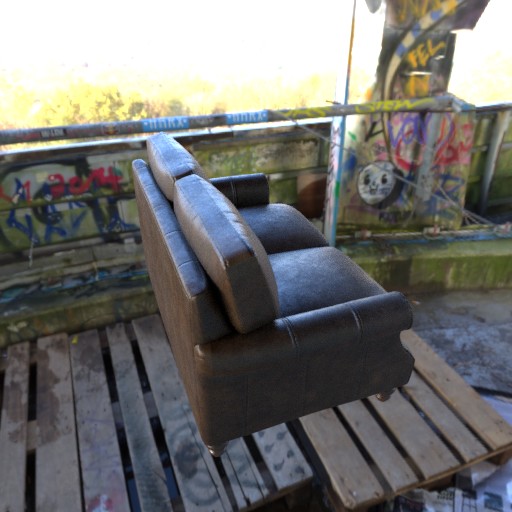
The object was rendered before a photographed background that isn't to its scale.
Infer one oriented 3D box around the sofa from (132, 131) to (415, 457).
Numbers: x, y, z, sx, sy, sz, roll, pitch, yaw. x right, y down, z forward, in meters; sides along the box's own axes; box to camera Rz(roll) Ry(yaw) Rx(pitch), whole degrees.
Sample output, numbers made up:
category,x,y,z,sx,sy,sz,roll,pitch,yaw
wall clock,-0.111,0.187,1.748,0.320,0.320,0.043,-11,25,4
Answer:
category,x,y,z,sx,sy,sz,roll,pitch,yaw
sofa,0.000,0.000,2.255,0.990,0.976,1.616,-11,32,-18
